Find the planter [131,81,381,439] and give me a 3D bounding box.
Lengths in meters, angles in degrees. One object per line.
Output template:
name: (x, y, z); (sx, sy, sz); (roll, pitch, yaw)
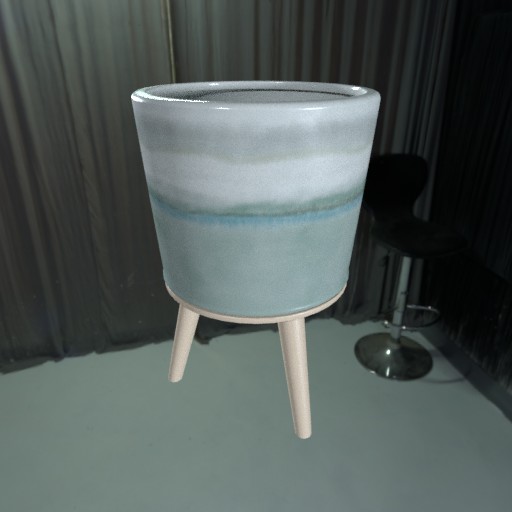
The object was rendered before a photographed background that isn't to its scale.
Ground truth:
planter: (0.000, 0.000, 0.570); (0.265, 0.404, 0.265); (-8, 26, -16)
